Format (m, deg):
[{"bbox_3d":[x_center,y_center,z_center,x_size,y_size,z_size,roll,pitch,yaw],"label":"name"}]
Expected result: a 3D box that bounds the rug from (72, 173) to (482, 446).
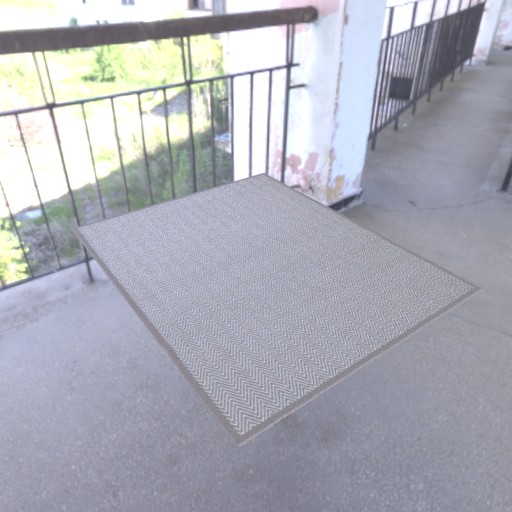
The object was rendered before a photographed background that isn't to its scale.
[{"bbox_3d":[0.000,0.000,4.067,2.434,0.032,3.007,-22,39,-29],"label":"rug"}]
